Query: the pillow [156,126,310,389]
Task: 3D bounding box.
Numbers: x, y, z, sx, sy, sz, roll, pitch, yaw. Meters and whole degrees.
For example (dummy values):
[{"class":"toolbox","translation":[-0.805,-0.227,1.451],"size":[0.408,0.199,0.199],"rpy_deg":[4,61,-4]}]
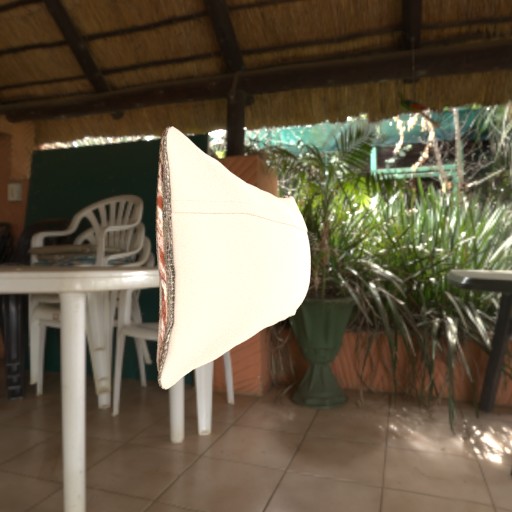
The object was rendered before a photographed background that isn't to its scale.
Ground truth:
[{"class":"pillow","translation":[0.000,0.000,0.756],"size":[0.139,0.282,0.635],"rpy_deg":[0,0,17]}]
